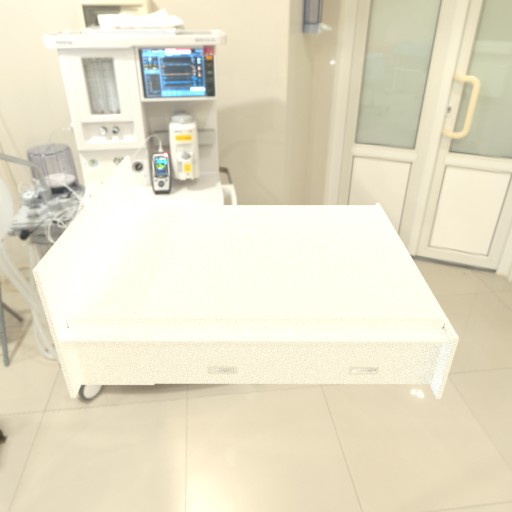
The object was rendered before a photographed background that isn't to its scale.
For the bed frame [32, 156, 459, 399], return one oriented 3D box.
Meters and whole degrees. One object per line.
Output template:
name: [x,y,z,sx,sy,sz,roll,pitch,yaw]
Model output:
bed frame: [0.000,0.000,2.843,1.960,0.800,1.622,0,30,0]
